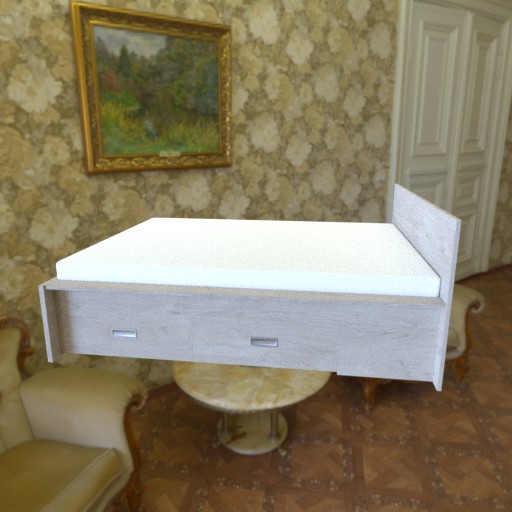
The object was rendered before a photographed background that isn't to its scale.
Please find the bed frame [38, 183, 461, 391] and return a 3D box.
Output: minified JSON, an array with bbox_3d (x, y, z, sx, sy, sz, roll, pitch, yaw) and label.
[{"bbox_3d":[0.000,0.000,2.856,1.960,0.800,1.622,2,15,8],"label":"bed frame"}]
